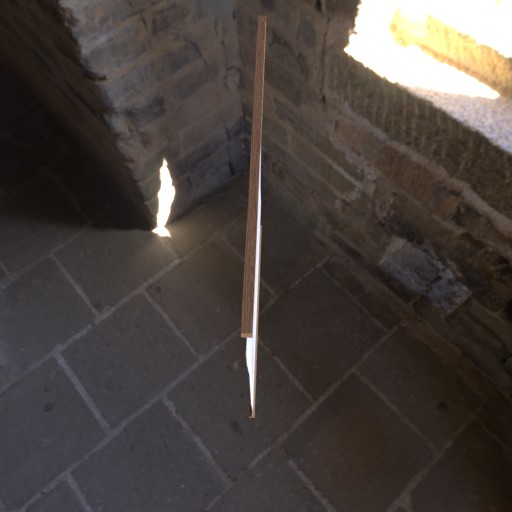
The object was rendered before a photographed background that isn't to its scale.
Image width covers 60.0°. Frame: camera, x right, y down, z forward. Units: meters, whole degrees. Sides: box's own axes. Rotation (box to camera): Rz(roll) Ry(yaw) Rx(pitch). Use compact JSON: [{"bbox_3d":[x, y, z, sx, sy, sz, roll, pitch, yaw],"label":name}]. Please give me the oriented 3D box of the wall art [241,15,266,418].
[{"bbox_3d":[0.000,0.000,0.678,0.010,0.507,0.404,2,63,1],"label":"wall art"}]
